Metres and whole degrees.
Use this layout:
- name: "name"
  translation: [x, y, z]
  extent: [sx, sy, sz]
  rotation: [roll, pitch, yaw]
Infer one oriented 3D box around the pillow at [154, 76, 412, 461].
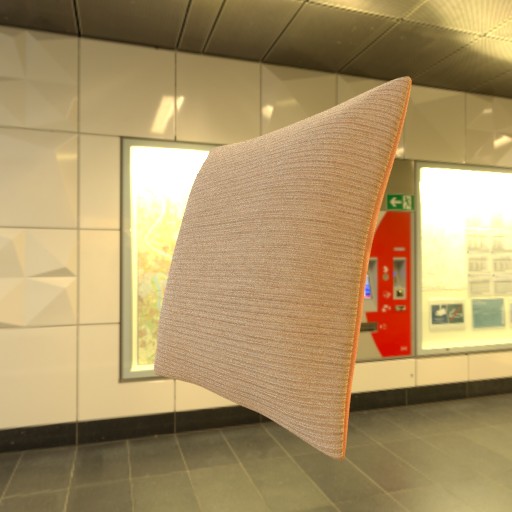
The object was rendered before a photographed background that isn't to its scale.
- name: "pillow"
  translation: [0.000, 0.000, 0.627]
  extent: [0.177, 0.401, 0.424]
  rotation: [0, -1, -37]
